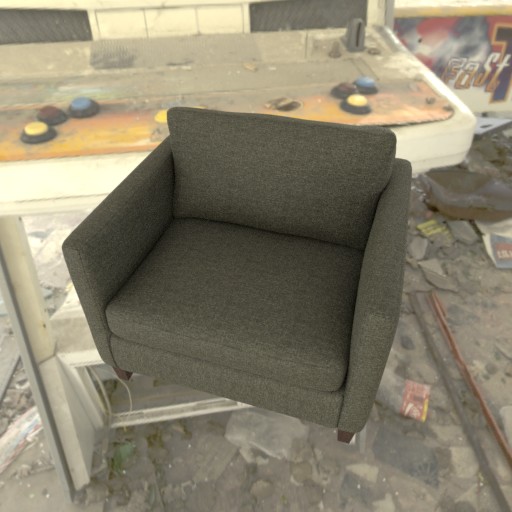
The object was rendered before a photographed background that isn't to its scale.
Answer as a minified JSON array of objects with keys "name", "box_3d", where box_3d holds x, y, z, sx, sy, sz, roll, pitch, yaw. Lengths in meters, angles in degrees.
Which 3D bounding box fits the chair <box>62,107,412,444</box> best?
[{"name":"chair","box_3d":[0.000,0.000,1.808,1.107,0.963,0.959,11,42,13]}]
